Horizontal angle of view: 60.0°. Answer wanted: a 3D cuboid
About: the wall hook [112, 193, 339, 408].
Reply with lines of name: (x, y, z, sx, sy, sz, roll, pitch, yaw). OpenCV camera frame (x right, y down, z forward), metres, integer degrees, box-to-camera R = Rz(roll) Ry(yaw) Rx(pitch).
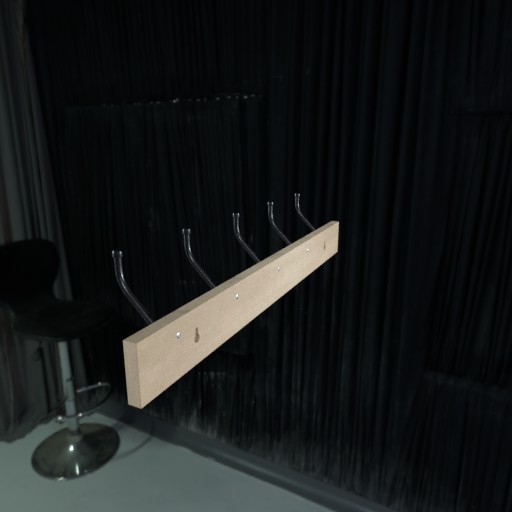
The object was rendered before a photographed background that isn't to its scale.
wall hook: (0.000, 0.000, 0.616, 0.071, 0.117, 0.571, 8, 17, 25)
